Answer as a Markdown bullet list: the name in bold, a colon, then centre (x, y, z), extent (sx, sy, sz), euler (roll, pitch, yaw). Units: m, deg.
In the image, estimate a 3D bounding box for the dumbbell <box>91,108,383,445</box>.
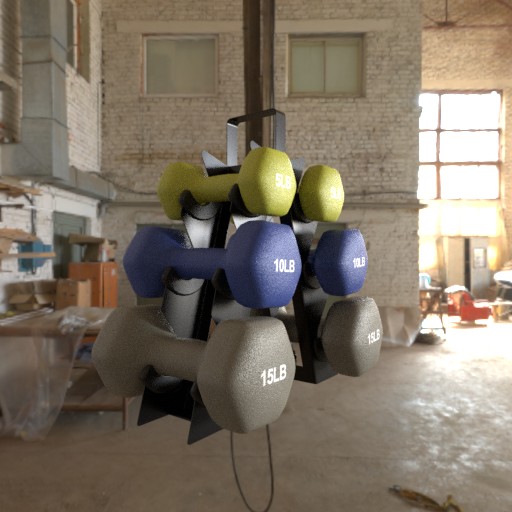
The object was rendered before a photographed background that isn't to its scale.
- **dumbbell**: centre (0.000, 0.000, 0.675), extent (0.261, 0.426, 0.416), euler (0, 1, 37)
